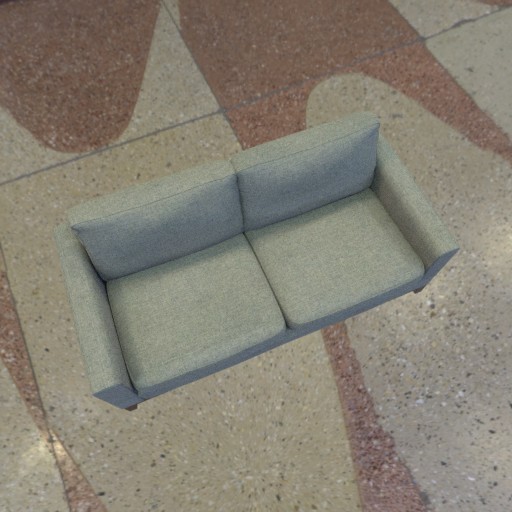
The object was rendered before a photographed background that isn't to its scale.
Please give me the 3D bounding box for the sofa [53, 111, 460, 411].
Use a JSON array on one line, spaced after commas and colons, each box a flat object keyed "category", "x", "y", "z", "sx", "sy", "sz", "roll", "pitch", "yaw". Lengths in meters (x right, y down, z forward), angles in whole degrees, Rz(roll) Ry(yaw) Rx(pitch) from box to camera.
[{"category": "sofa", "x": 0.000, "y": 0.000, "z": 2.476, "sx": 1.978, "sy": 0.892, "sz": 0.969, "roll": -20, "pitch": 66, "yaw": -10}]
